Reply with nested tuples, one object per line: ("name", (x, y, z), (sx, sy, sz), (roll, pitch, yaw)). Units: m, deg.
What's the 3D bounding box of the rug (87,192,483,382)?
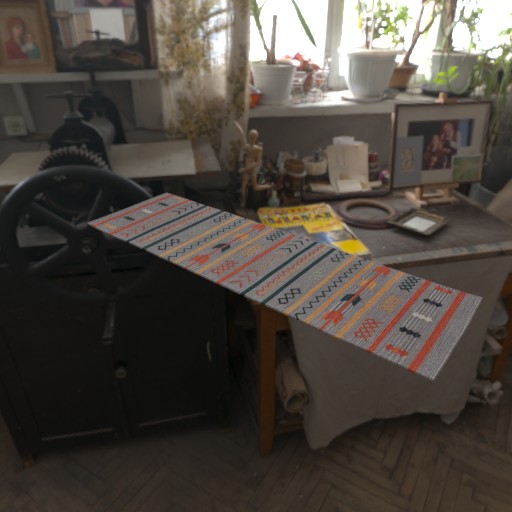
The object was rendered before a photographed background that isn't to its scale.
("rug", (0.000, 0.000, 2.687), (2.419, 0.022, 0.744), (21, 36, 32))
